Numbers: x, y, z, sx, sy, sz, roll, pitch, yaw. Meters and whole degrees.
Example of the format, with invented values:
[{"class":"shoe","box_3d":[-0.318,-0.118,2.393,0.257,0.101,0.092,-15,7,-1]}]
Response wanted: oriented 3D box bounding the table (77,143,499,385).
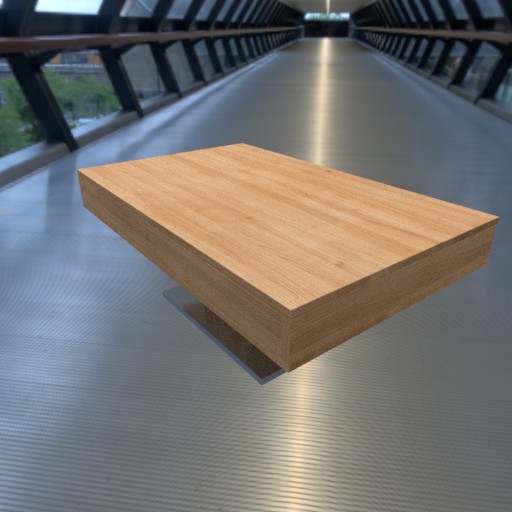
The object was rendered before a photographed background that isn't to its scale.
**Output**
[{"class":"table","box_3d":[0.000,0.000,1.412,0.700,0.440,1.100,-19,32,-33]}]
